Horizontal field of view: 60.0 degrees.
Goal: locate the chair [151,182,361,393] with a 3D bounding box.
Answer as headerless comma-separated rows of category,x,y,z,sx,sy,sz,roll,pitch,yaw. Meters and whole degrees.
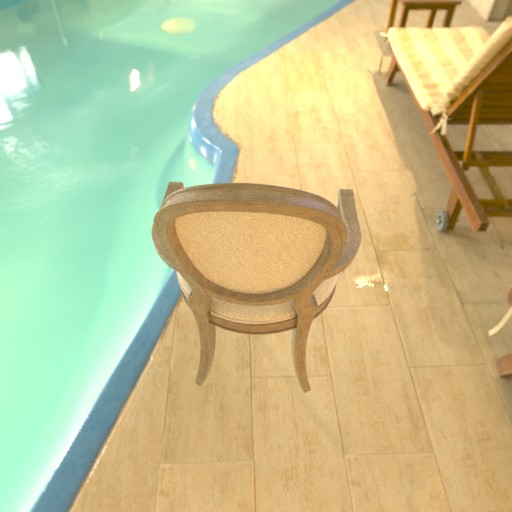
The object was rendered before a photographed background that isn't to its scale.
chair,0.000,0.000,1.378,0.611,0.991,0.602,3,48,3
